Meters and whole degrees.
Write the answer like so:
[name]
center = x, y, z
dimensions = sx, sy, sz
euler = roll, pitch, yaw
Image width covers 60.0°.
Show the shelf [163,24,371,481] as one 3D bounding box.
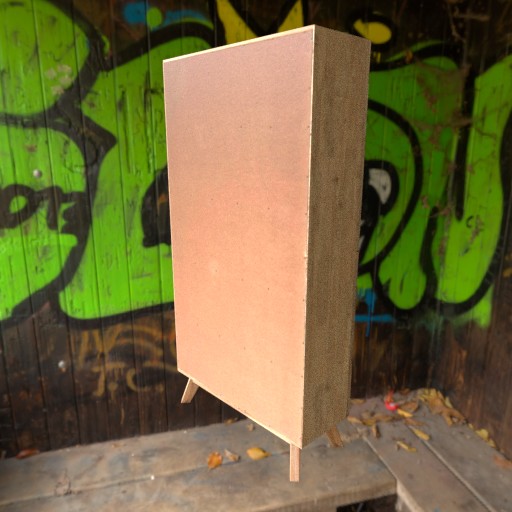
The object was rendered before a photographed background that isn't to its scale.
[shelf]
center = 0.000, 0.000, 1.727
dimensions = 0.308, 1.471, 0.748
euler = -13, 20, -42
